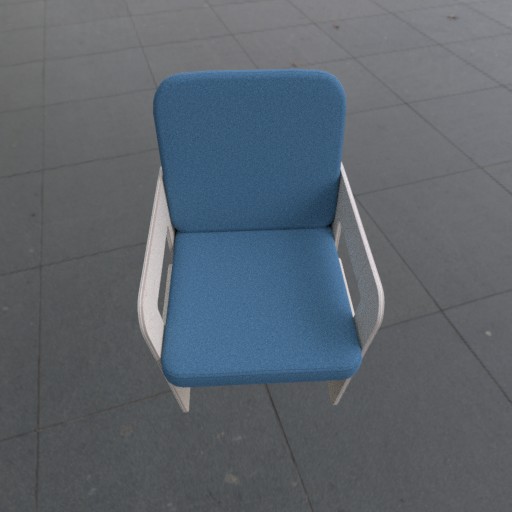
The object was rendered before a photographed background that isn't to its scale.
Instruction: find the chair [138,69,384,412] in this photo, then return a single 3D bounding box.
[{"bbox_3d":[0.000,0.000,1.185,0.547,0.747,0.657,-2,46,-2],"label":"chair"}]
